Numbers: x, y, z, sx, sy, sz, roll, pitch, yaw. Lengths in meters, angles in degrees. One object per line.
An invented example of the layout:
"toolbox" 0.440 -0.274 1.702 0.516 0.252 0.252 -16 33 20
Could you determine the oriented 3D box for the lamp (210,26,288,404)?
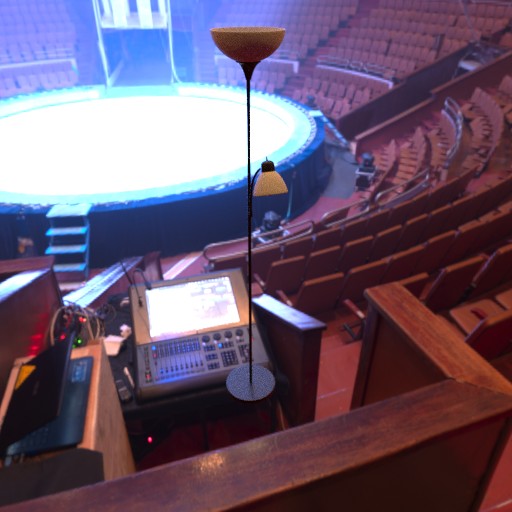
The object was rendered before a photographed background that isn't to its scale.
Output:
"lamp" 0.000 0.000 1.988 0.279 1.804 0.442 -11 32 -17
